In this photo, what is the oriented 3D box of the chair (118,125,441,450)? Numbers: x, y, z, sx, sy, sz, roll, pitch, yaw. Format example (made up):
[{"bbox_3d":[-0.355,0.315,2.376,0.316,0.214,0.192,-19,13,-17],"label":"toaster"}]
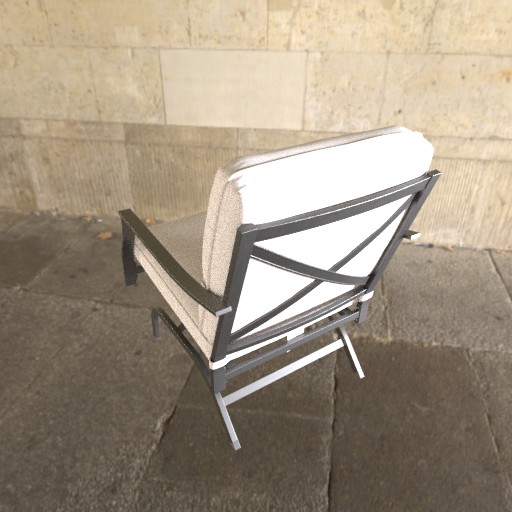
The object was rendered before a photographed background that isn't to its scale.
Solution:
[{"bbox_3d":[0.000,0.000,1.384,0.650,0.860,0.787,-19,35,-29],"label":"chair"}]
